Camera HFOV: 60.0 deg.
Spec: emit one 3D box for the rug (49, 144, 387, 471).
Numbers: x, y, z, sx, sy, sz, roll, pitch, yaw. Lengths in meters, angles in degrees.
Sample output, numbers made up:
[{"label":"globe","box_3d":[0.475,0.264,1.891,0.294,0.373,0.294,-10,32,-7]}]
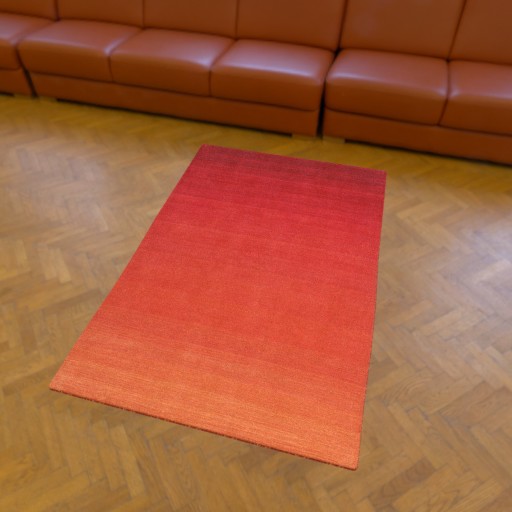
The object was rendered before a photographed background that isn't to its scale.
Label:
[{"label":"rug","box_3d":[0.000,0.000,2.262,1.230,0.018,1.835,11,47,10]}]
